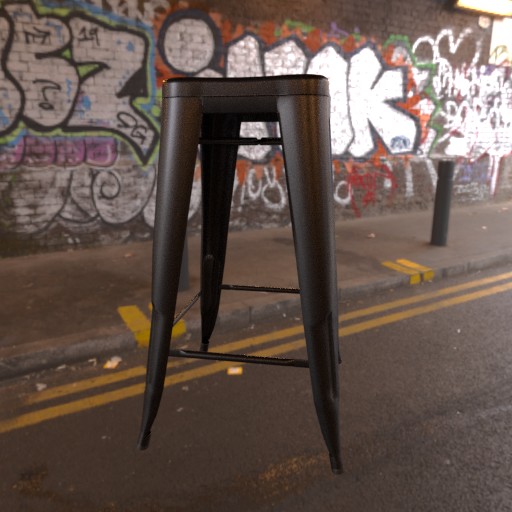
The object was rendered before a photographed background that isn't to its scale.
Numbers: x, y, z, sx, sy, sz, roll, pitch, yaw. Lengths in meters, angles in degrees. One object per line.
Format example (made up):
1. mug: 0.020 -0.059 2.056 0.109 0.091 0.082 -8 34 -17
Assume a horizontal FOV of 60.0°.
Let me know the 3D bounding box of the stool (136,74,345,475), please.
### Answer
1. stool: 0.000 0.000 0.848 0.359 0.609 0.399 2 14 9
